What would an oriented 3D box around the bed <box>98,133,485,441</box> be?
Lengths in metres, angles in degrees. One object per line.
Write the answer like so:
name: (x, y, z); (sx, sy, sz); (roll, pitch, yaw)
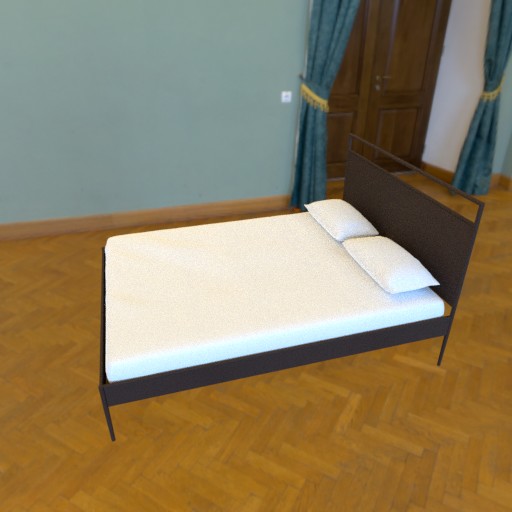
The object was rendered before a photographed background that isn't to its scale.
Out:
bed: (0.000, 0.000, 3.070); (2.122, 1.173, 1.572); (-8, 31, -14)
